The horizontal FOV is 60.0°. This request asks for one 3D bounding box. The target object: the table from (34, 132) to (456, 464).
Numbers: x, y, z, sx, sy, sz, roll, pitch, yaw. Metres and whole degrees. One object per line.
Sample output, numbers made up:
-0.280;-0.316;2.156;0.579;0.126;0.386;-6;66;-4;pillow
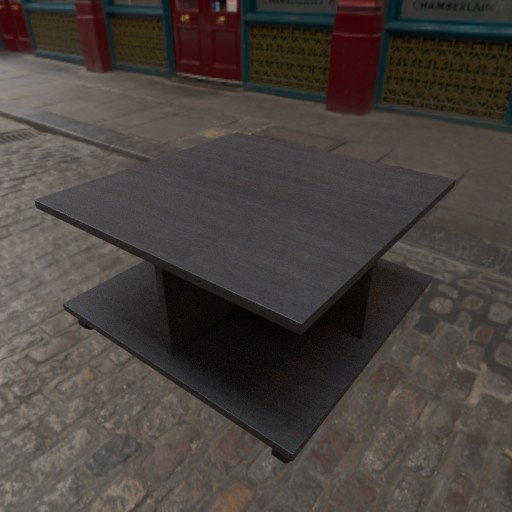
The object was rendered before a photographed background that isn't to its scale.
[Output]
0.000;0.000;1.225;0.762;0.396;0.762;21;37;32;table
